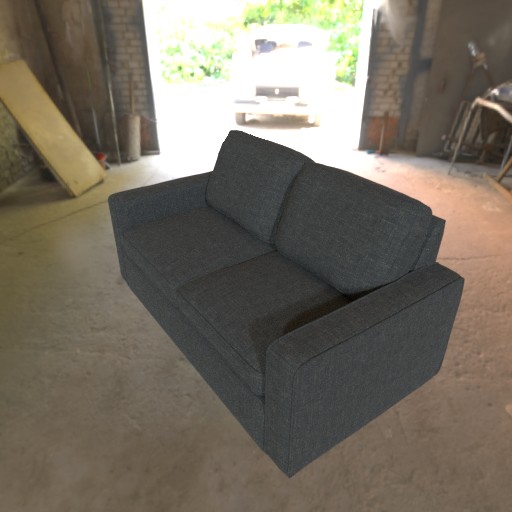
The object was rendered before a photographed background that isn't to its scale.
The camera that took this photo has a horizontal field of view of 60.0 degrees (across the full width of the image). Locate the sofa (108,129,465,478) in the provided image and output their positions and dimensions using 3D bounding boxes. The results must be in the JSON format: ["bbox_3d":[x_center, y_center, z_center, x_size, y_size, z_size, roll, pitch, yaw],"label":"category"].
[{"bbox_3d":[0.000,0.000,2.245,0.947,0.918,1.709,-20,36,-30],"label":"sofa"}]
